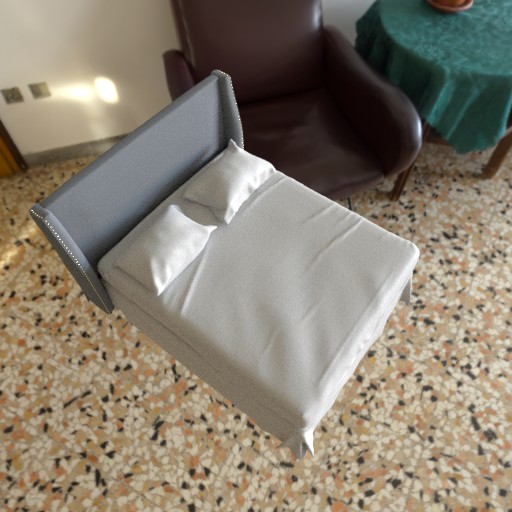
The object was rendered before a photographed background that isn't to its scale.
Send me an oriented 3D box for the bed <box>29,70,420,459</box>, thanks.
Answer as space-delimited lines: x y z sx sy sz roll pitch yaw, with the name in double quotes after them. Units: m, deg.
0.000 0.000 3.424 2.276 1.332 1.925 32 62 19 "bed"
